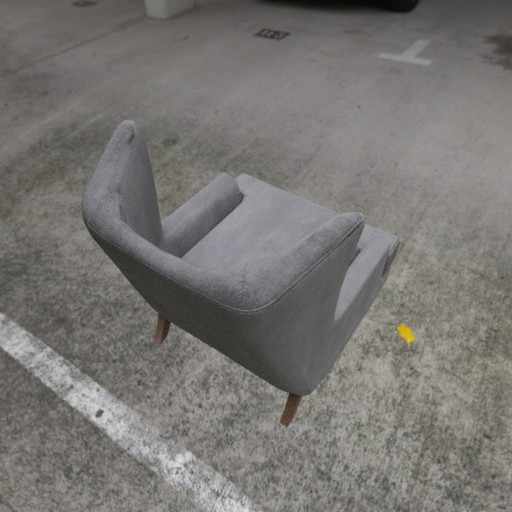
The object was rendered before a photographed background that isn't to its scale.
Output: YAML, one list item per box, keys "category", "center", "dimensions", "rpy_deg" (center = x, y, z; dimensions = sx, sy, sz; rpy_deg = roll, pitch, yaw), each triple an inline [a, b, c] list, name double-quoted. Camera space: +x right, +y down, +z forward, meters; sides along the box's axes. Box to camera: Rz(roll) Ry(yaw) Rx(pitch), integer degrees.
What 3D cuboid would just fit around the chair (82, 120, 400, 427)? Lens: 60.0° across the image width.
- category: "chair"
  center: [0.000, 0.000, 1.583]
  dimensions: [0.784, 0.950, 0.906]
  rpy_deg: [26, 52, 23]
